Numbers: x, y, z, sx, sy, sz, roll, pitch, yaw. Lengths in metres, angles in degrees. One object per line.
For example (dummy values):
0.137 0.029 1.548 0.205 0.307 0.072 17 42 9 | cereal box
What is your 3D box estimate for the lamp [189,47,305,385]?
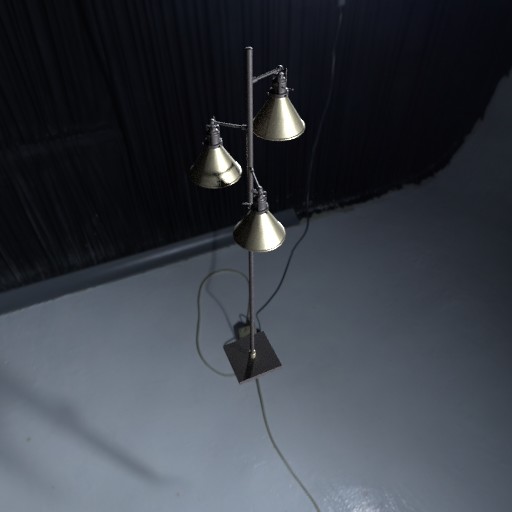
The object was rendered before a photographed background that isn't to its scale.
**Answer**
0.000 0.000 1.899 0.428 1.716 0.415 -18 49 -16 | lamp
